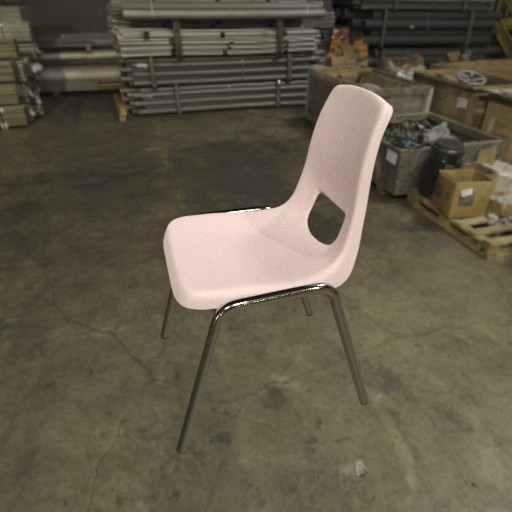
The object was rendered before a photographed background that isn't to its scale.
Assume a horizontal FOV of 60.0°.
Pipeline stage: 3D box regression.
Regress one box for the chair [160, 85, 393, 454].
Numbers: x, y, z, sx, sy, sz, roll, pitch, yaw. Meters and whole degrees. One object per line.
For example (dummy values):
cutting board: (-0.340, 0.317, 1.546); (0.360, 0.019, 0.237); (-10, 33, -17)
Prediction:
chair: (0.000, 0.000, 0.936); (0.436, 0.653, 0.381); (-8, 31, -13)
